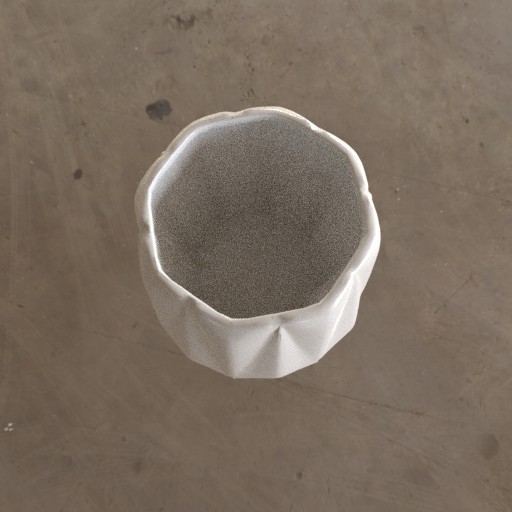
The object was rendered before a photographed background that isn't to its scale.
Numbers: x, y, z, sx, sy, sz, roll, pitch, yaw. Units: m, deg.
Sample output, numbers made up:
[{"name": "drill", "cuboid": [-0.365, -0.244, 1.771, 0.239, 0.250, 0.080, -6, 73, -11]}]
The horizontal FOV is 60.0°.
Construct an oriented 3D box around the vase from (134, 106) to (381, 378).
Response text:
[{"name": "vase", "cuboid": [0.000, 0.000, 0.260, 0.141, 0.152, 0.141, 0, 75, 0]}]
